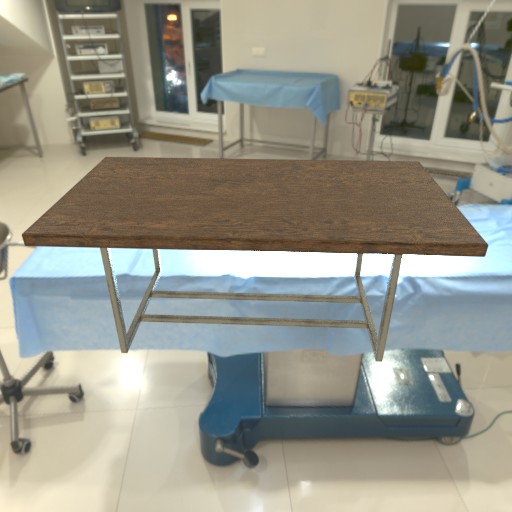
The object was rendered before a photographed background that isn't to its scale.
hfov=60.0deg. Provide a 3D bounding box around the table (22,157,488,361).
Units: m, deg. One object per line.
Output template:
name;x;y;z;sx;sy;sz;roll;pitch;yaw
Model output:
table;0.000;0.000;2.545;1.989;0.795;1.078;1;30;2
